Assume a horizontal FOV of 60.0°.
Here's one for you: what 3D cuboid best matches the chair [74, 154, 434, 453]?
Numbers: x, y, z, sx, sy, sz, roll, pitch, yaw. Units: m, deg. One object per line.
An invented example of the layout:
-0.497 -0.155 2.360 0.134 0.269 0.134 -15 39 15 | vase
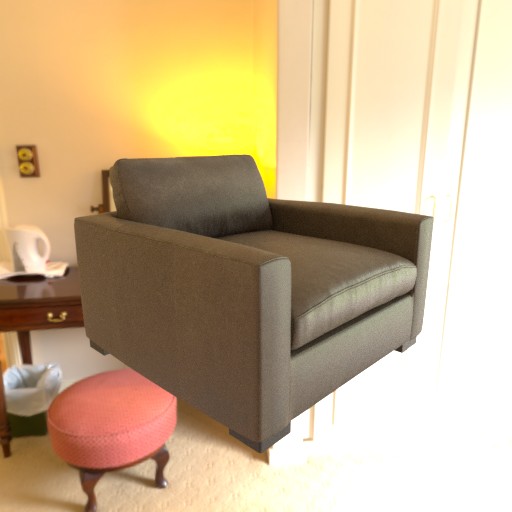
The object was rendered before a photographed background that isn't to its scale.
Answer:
0.000 0.000 1.845 1.080 0.807 1.106 13 19 42 | chair
